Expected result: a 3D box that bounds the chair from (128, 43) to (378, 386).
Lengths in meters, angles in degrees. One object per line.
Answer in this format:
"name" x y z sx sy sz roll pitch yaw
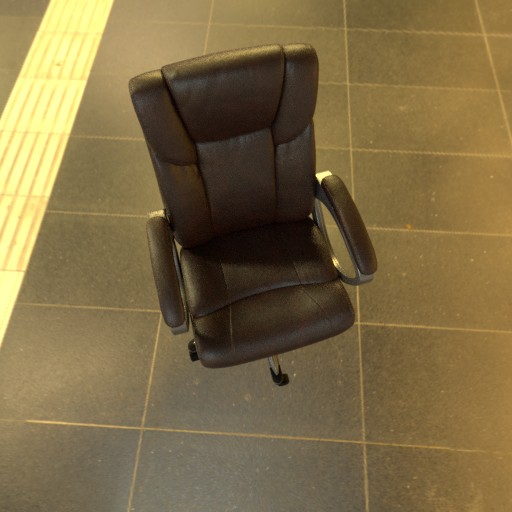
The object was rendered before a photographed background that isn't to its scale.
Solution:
"chair" 0.000 0.000 1.498 0.656 1.128 0.692 -14 64 -7
